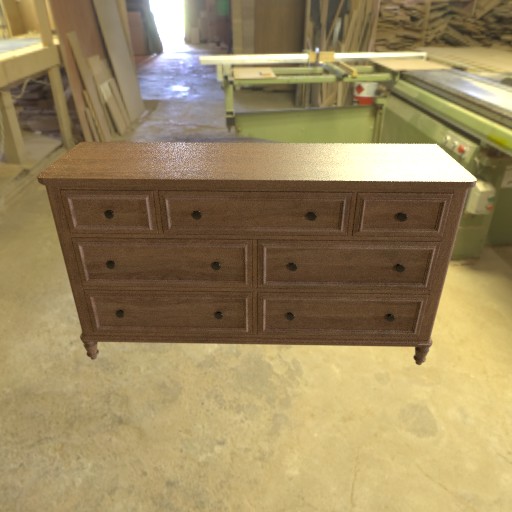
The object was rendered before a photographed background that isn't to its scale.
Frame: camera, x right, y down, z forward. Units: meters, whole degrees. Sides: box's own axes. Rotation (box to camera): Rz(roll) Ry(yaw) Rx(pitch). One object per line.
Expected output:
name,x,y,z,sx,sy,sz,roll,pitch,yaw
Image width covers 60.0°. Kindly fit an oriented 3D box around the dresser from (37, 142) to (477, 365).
dresser,0.000,0.000,1.994,1.583,0.892,0.468,1,30,1
